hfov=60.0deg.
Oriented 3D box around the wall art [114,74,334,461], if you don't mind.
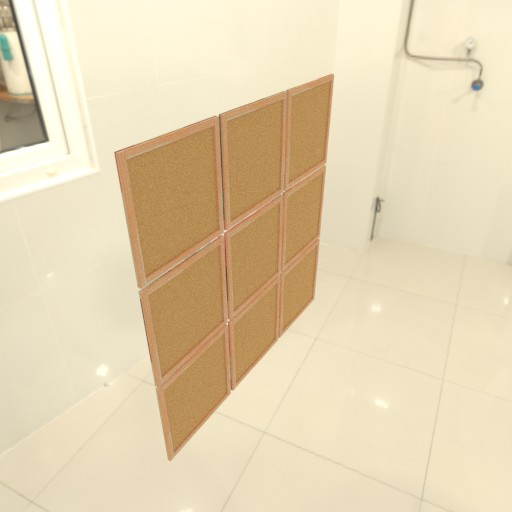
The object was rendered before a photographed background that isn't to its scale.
[{"bbox_3d":[0.000,0.000,1.809,0.013,1.220,1.216,19,37,28],"label":"wall art"}]
